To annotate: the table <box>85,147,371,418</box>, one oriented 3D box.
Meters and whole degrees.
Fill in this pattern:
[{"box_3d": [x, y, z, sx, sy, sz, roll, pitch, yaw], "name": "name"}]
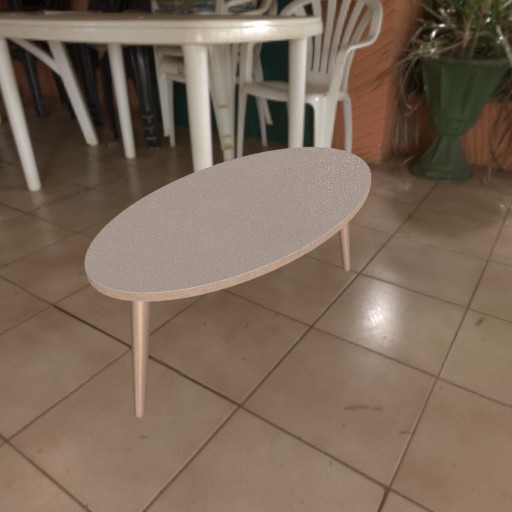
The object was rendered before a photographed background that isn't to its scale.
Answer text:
[{"box_3d": [0.000, 0.000, 1.337, 0.542, 0.390, 1.083, 18, 34, 28], "name": "table"}]
